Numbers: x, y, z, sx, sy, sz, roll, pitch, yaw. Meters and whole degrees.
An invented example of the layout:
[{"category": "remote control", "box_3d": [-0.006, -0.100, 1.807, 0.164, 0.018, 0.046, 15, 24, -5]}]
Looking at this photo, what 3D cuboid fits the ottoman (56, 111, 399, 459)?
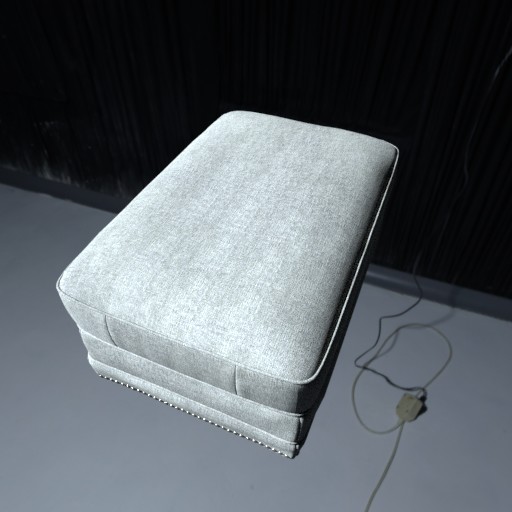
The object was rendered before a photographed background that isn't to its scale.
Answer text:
[{"category": "ottoman", "box_3d": [0.000, 0.000, 1.164, 0.561, 0.457, 0.813, 17, 49, 16]}]
